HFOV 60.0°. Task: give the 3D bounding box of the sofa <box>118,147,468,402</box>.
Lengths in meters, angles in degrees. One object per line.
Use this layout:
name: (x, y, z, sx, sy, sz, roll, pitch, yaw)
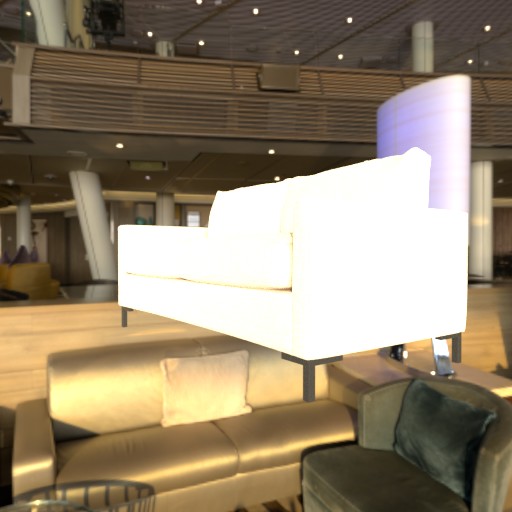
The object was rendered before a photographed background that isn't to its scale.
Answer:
sofa: (0.000, 0.000, 2.101, 0.839, 0.812, 1.651, 0, 1, -36)
